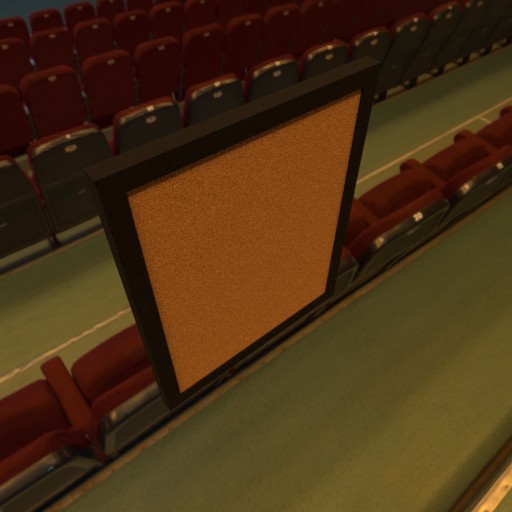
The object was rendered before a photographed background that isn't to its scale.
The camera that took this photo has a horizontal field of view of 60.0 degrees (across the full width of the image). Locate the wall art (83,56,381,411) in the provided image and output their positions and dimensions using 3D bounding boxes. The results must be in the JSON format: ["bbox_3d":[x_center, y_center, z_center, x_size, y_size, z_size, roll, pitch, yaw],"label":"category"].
[{"bbox_3d":[0.000,0.000,0.772,0.457,0.559,0.029,-31,54,-26],"label":"wall art"}]
